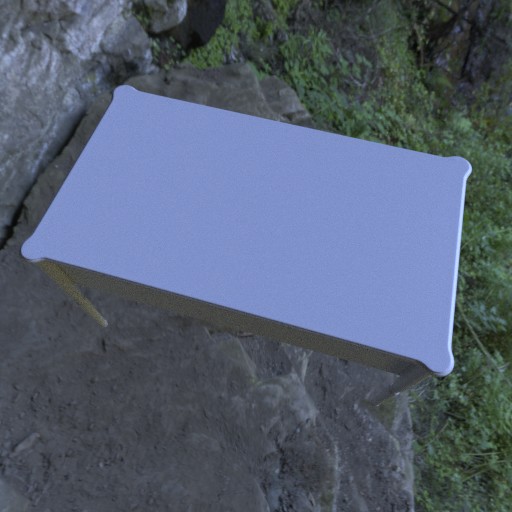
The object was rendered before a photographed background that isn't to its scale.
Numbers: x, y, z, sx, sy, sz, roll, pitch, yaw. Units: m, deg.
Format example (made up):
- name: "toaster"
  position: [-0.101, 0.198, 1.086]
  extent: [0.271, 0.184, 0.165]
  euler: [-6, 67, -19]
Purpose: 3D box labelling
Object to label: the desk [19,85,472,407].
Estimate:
- name: "desk"
  position: [0.000, 0.000, 1.824]
  extent: [1.380, 0.762, 0.807]
  euler: [14, 64, 7]
